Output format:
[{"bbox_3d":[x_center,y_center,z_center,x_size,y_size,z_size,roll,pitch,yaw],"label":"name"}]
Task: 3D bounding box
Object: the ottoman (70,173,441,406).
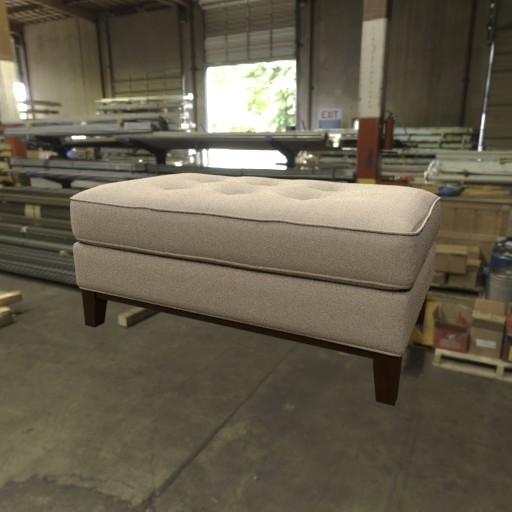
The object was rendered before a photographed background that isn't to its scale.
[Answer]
[{"bbox_3d":[0.000,0.000,1.555,1.143,0.508,0.648,8,17,26],"label":"ottoman"}]
